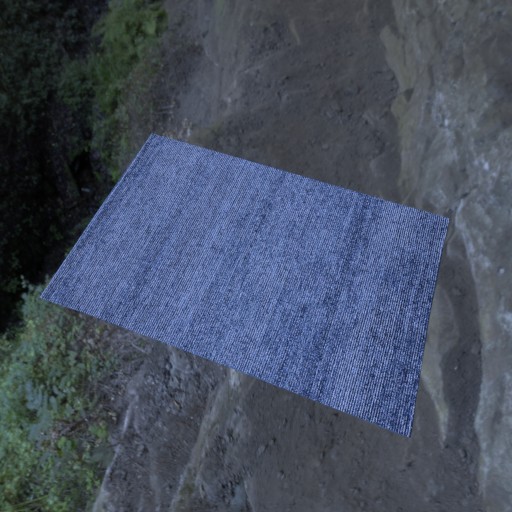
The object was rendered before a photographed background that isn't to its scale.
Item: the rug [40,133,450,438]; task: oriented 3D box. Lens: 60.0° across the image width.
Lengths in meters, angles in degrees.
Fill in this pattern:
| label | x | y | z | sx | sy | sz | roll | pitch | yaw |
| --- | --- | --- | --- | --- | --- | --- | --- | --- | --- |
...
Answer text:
| label | x | y | z | sx | sy | sz | roll | pitch | yaw |
| --- | --- | --- | --- | --- | --- | --- | --- | --- | --- |
| rug | 0.000 | 0.000 | 2.180 | 1.740 | 0.010 | 1.135 | 18 | 61 | 10 |
